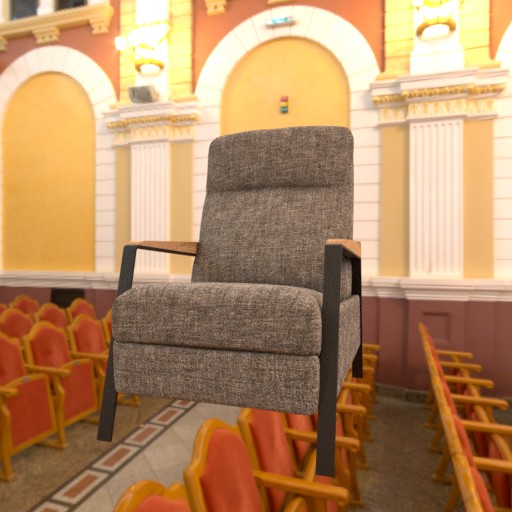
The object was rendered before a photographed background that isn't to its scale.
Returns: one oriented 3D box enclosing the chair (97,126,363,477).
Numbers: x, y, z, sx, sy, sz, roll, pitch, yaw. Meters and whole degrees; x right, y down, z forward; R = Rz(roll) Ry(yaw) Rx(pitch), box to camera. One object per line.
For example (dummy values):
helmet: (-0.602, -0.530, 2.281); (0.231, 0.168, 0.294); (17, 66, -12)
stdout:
chair: (0.000, 0.000, 1.561); (0.671, 1.042, 0.868); (0, 1, 18)
